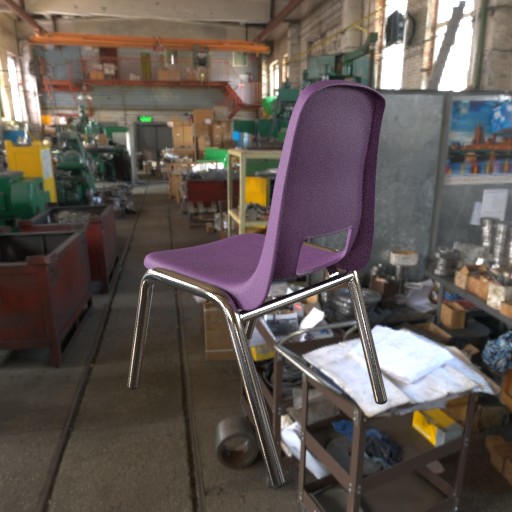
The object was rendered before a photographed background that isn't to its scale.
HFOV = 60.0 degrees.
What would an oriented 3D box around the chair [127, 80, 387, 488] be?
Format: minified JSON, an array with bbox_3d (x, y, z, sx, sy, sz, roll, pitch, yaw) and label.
[{"bbox_3d":[0.000,0.000,0.830,0.356,0.584,0.419,-15,21,-43],"label":"chair"}]
